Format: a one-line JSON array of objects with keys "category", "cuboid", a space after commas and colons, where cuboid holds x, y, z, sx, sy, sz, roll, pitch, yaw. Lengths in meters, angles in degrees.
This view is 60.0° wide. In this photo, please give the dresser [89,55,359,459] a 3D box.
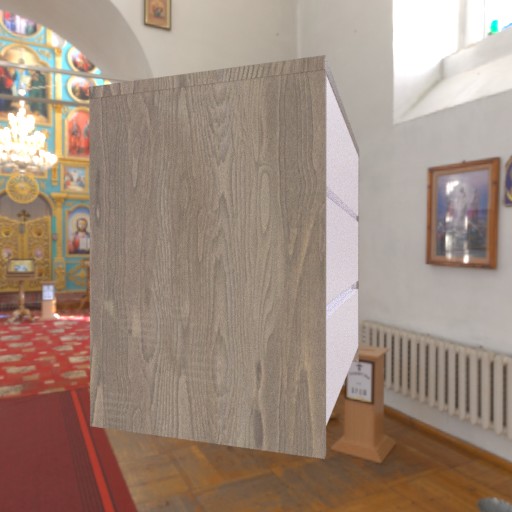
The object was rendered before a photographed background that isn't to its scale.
[{"category": "dresser", "cuboid": [0.000, 0.000, 1.301, 0.529, 0.762, 0.809, 0, 0, 18]}]
